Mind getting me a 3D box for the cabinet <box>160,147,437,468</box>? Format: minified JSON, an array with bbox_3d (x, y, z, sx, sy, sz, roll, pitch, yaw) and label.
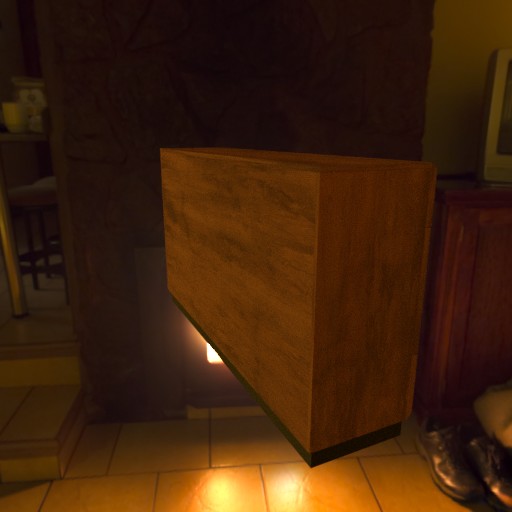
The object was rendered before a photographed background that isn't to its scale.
[{"bbox_3d":[0.000,0.000,1.986,0.420,0.900,1.600,-7,17,-25],"label":"cabinet"}]
